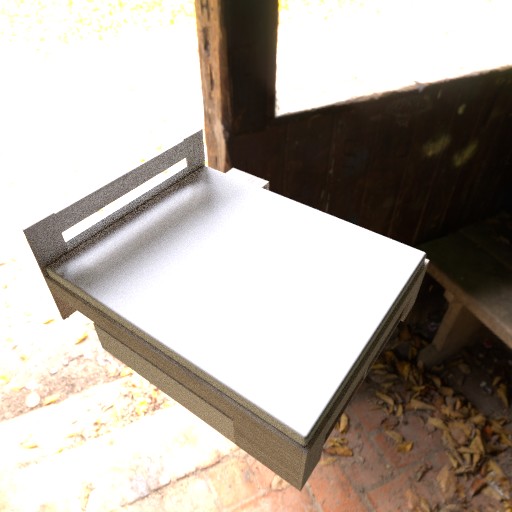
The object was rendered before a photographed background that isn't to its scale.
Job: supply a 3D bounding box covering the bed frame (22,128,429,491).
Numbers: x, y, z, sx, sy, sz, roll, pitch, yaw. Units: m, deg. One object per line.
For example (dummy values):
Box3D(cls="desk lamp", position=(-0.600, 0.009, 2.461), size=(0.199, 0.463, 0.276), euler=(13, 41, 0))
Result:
Box3D(cls="bed frame", position=(0.000, 0.000, 3.158), size=(2.050, 0.860, 2.040), euler=(26, 48, 26))
